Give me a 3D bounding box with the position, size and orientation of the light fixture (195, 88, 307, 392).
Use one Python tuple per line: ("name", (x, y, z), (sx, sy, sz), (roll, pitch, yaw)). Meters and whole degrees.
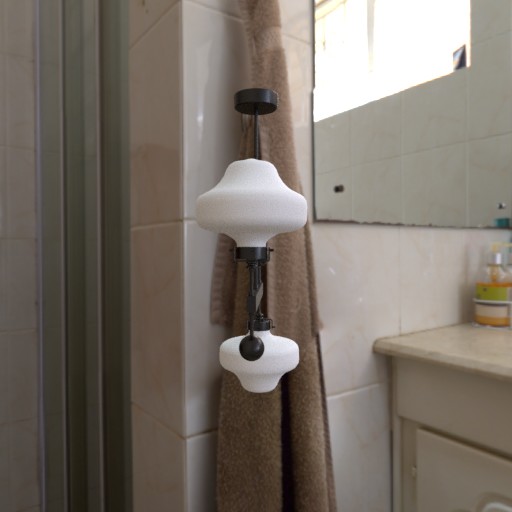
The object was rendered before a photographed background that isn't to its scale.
("light fixture", (0.000, 0.000, 1.033), (0.422, 0.743, 0.489), (0, 1, -34))
